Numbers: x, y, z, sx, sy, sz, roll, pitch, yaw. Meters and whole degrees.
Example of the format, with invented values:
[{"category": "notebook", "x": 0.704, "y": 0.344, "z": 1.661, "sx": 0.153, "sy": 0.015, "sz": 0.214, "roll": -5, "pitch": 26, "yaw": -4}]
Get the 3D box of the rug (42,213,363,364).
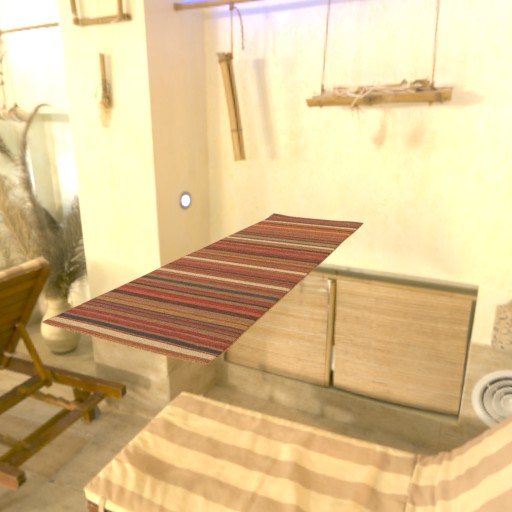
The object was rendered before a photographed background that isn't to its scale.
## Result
[{"category": "rug", "x": 0.000, "y": 0.000, "z": 2.706, "sx": 0.799, "sy": 0.030, "sz": 2.444, "roll": 8, "pitch": 18, "yaw": 24}]
